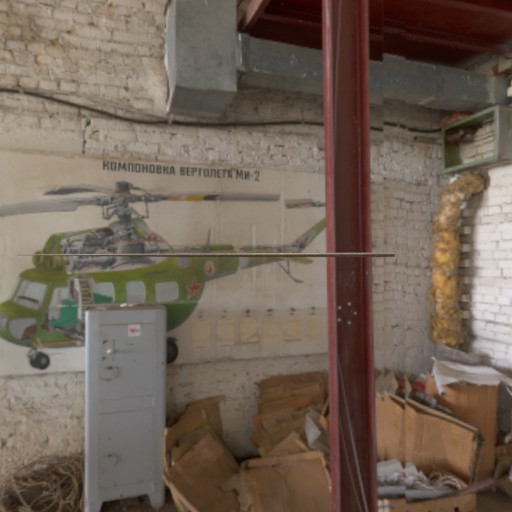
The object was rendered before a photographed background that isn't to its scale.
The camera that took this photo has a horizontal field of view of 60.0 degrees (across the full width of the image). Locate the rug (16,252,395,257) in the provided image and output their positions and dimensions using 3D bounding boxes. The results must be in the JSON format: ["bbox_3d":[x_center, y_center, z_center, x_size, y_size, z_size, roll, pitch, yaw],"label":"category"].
[{"bbox_3d":[0.000,0.000,4.060,2.425,0.008,3.035,0,0,17],"label":"rug"}]
